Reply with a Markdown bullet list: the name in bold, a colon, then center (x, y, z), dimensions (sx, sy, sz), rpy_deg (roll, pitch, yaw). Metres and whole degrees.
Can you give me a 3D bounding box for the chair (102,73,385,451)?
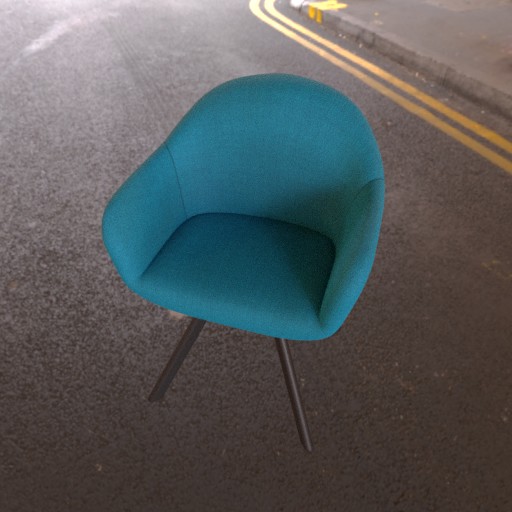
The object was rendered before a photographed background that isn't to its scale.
- **chair**: center (0.000, 0.000, 1.178), dimensions (0.590, 0.795, 0.550), rpy_deg (12, 42, 14)
